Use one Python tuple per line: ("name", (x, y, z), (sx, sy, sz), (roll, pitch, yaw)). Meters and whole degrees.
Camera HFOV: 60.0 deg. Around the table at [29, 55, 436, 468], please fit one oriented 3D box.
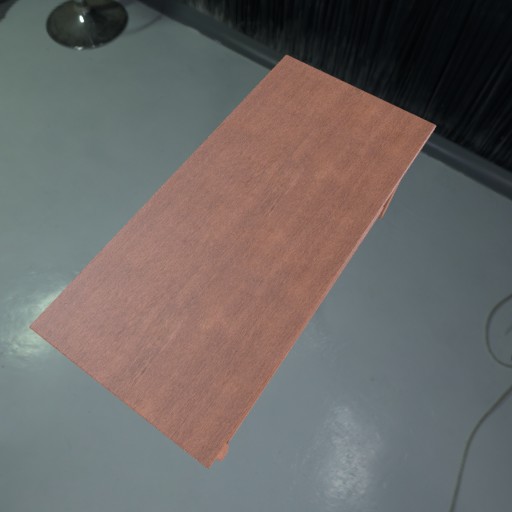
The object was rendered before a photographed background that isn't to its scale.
("table", (0.000, 0.000, 1.278), (0.483, 0.457, 1.016), (32, 68, 14))
